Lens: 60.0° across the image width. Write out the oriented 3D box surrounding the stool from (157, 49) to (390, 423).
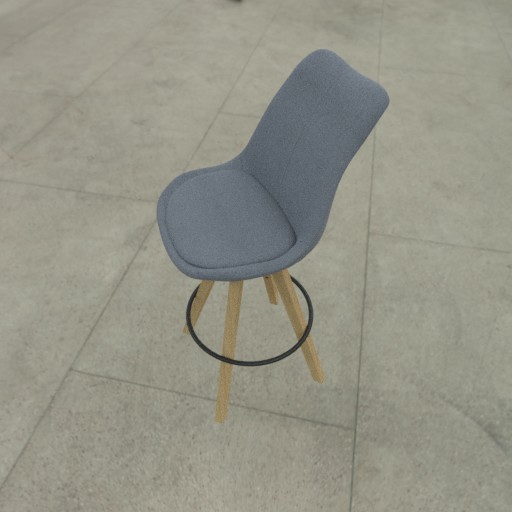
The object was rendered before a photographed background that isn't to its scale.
[{"bbox_3d":[0.000,0.000,1.402,0.550,1.115,0.485,-17,48,-16],"label":"stool"}]
